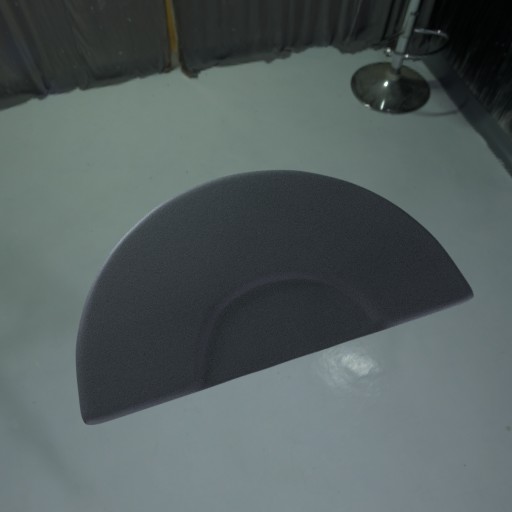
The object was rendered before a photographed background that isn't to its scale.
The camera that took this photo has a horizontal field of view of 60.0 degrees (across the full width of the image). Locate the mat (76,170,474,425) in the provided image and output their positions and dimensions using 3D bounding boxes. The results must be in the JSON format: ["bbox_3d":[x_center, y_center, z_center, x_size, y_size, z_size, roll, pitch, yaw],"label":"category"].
[{"bbox_3d":[0.000,0.000,1.827,1.525,0.016,0.917,-16,60,-10],"label":"mat"}]
